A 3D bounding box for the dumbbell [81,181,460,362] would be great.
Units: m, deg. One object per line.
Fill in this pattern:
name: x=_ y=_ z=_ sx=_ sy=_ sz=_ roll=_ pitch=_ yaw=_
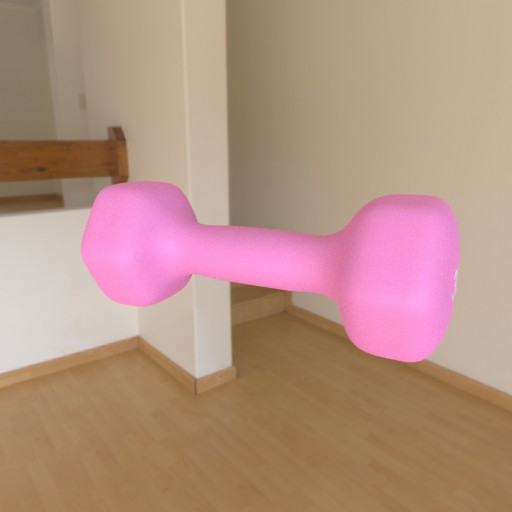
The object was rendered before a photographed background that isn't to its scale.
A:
dumbbell: x=0.000 y=0.000 z=0.191 sx=0.159 sy=0.058 sz=0.064 roll=7 pitch=16 yaw=26
